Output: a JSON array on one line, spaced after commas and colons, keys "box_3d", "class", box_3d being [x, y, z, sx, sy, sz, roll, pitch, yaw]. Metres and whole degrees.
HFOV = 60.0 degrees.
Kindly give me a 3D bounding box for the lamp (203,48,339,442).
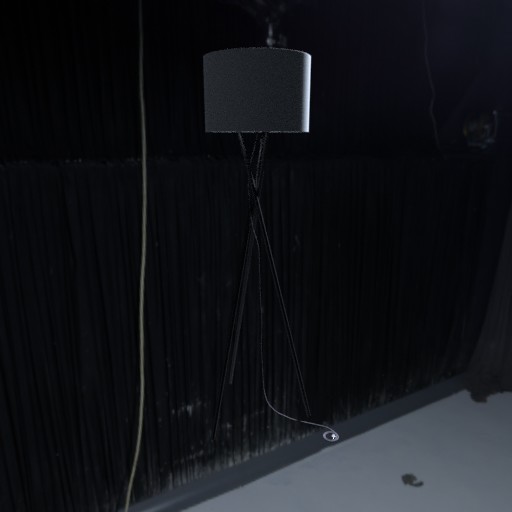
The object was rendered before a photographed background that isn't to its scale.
[{"box_3d": [0.000, 0.000, 1.949, 0.522, 1.624, 0.667, -8, 17, -27], "class": "lamp"}]
